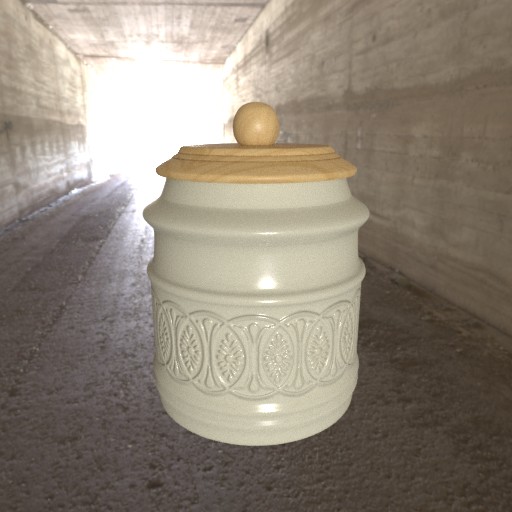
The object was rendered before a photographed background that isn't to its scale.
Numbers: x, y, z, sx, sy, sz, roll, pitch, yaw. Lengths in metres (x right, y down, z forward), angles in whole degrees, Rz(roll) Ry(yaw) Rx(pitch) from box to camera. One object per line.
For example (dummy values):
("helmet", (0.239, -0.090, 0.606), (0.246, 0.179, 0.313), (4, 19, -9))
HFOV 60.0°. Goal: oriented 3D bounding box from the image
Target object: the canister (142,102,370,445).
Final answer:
("canister", (0.000, 0.000, 0.268), (0.130, 0.176, 0.130), (0, 16, 0))
